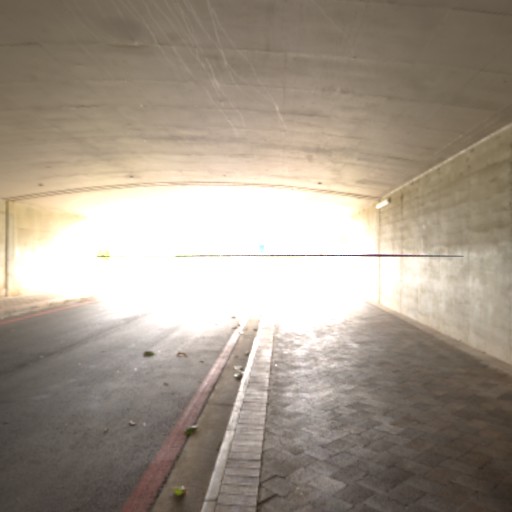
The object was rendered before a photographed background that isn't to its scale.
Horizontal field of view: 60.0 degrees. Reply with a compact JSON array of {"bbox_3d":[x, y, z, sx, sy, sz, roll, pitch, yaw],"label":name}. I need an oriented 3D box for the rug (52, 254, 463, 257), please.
[{"bbox_3d":[0.000,0.000,3.769,2.896,0.013,2.007,0,0,36],"label":"rug"}]
